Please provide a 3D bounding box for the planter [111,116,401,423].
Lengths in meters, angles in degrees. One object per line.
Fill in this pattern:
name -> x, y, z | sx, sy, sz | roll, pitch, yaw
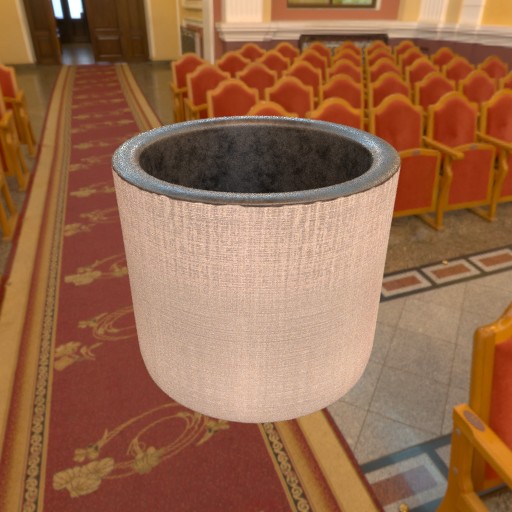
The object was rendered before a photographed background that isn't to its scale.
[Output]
planter -> 0.000, 0.000, 0.223 | 0.125, 0.112, 0.125 | 0, 30, 0
